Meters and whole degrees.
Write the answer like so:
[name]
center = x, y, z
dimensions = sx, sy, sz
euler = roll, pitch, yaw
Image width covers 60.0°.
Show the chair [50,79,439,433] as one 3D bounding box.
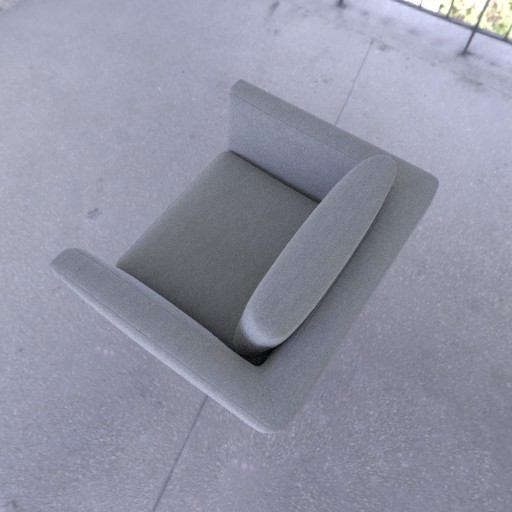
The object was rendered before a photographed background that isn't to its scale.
[chair]
center = 0.000, 0.000, 1.688
dimensions = 0.889, 0.864, 1.041
euler = 32, 67, 16
